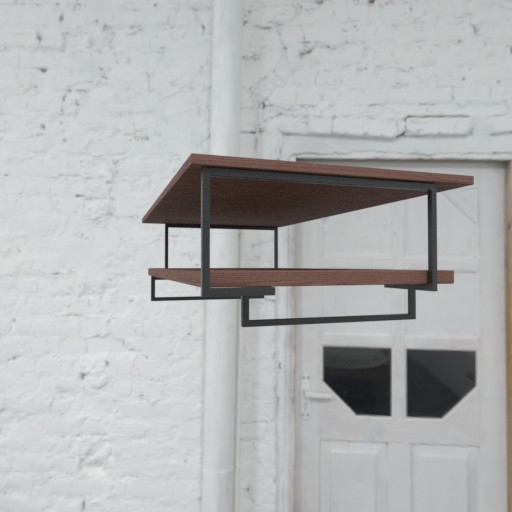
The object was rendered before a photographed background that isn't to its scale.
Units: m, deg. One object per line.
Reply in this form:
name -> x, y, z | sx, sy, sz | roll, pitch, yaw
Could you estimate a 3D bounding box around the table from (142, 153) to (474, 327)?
table -> 0.000, 0.000, 1.474 | 0.651, 0.347, 1.197 | 0, -1, -19
